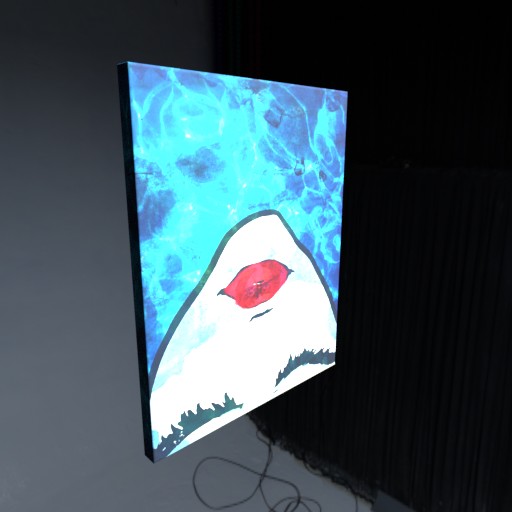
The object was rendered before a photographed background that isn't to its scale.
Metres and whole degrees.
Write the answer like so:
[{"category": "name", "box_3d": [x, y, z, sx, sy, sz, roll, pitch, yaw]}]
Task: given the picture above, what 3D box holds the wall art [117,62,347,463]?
[{"category": "wall art", "box_3d": [0.000, 0.000, 1.026, 0.609, 0.760, 0.038, -13, 19, -42]}]
